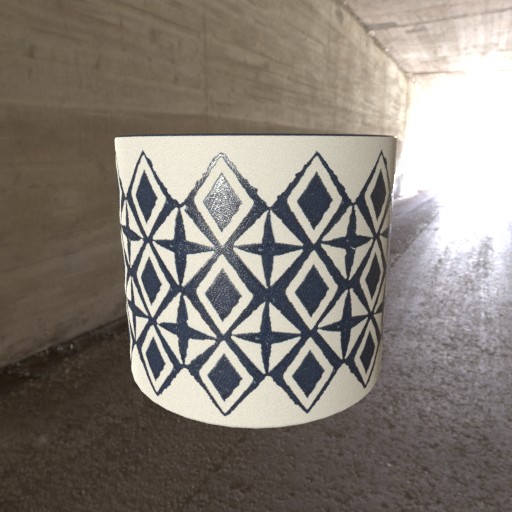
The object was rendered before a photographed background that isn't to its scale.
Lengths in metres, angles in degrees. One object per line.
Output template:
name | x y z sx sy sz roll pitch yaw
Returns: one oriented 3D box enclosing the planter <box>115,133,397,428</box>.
planter | 0.000 0.000 0.277 0.159 0.144 0.159 0 14 0
